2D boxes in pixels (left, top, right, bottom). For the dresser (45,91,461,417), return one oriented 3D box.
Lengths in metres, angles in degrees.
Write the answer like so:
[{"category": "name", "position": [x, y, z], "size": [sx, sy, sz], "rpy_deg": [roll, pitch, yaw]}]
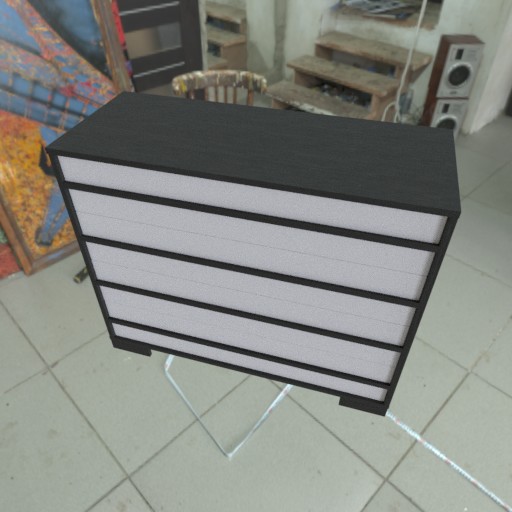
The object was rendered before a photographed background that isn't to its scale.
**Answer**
[{"category": "dresser", "position": [0.000, 0.000, 1.425], "size": [0.994, 0.816, 0.404], "rpy_deg": [11, 42, 12]}]
